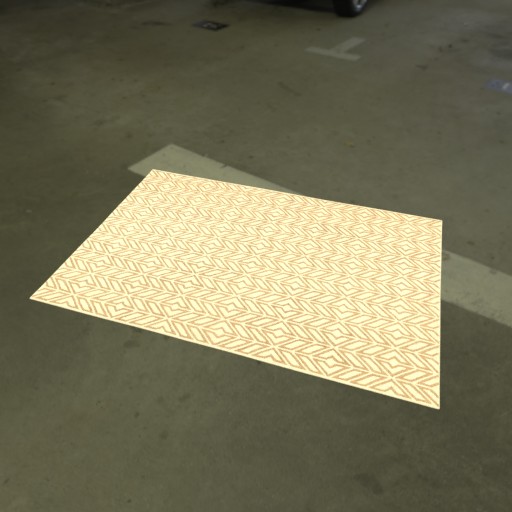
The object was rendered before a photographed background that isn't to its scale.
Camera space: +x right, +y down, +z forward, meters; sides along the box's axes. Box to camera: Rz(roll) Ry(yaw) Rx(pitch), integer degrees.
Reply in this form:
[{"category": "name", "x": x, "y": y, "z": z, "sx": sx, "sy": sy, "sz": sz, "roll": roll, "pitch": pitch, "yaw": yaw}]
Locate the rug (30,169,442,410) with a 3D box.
[{"category": "rug", "x": 0.000, "y": 0.000, "z": 2.291, "sx": 1.828, "sy": 0.007, "sz": 1.220, "roll": 12, "pitch": 43, "yaw": 13}]
